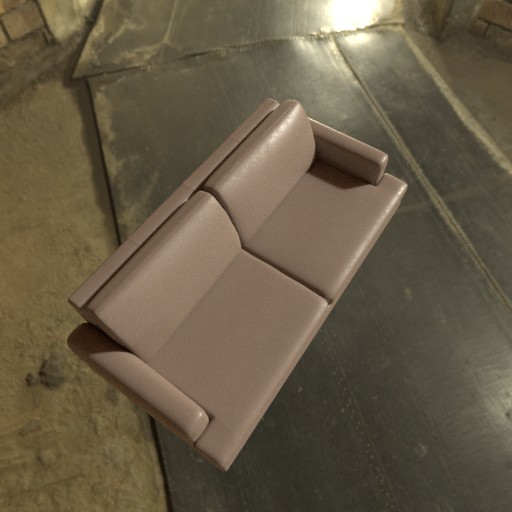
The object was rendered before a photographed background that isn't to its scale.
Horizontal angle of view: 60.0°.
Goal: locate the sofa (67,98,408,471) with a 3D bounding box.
[{"bbox_3d":[0.000,0.000,2.448,0.974,0.765,1.940,30,64,17],"label":"sofa"}]
